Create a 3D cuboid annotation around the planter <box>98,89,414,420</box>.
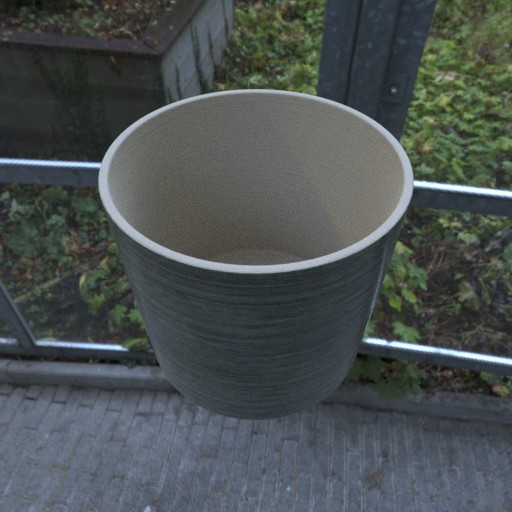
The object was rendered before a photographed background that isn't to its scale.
[{"bbox_3d":[0.000,0.000,0.392,0.221,0.201,0.221,0,46,0],"label":"planter"}]
